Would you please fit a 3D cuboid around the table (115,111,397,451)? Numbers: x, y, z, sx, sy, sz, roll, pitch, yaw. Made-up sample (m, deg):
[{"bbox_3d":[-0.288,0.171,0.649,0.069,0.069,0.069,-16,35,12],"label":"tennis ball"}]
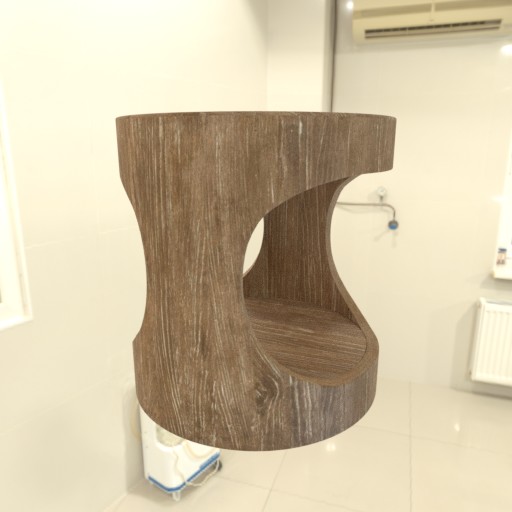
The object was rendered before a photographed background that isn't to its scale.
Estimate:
[{"bbox_3d":[0.000,0.000,0.938,0.527,0.551,0.527,0,14,0],"label":"table"}]
